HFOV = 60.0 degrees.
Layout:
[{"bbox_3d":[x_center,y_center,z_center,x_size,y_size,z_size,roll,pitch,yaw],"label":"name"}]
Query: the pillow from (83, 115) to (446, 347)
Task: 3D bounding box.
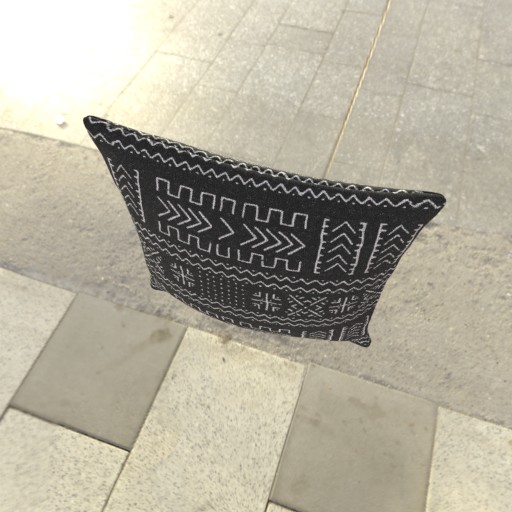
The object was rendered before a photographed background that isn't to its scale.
[{"bbox_3d":[0.000,0.000,0.678,0.438,0.430,0.164,14,58,9],"label":"pillow"}]
